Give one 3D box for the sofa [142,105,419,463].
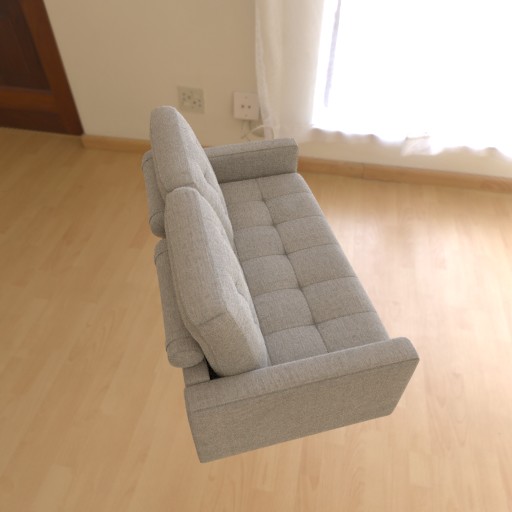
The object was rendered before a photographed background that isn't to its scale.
[{"bbox_3d":[0.000,0.000,1.943,0.842,0.907,1.407,-10,48,-10],"label":"sofa"}]
